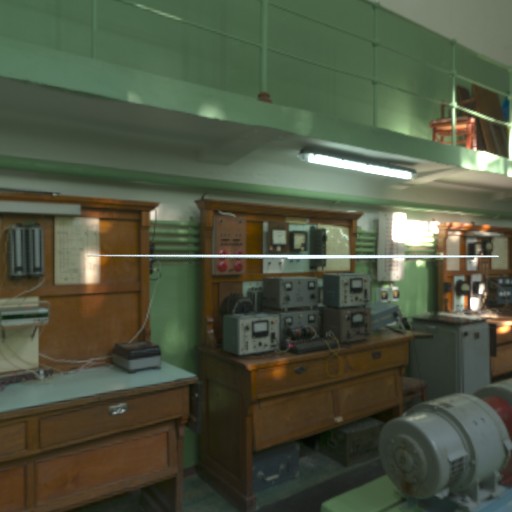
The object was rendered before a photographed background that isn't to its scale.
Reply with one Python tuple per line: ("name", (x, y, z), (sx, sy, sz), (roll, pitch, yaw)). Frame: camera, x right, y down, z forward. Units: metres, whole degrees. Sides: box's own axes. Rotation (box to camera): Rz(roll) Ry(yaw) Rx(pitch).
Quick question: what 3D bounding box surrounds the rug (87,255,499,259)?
("rug", (0.000, 0.000, 2.966), (1.524, 0.008, 2.440), (0, 0, -36))
